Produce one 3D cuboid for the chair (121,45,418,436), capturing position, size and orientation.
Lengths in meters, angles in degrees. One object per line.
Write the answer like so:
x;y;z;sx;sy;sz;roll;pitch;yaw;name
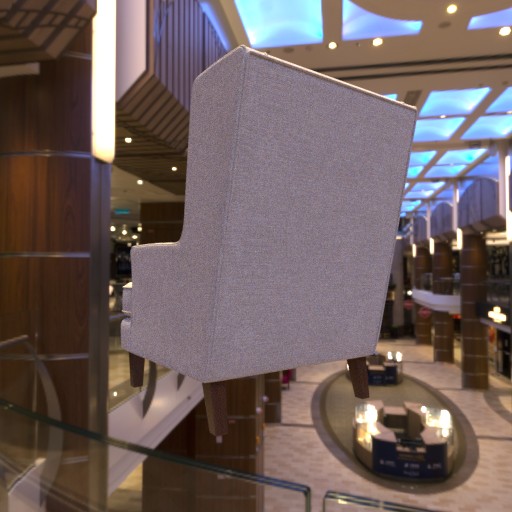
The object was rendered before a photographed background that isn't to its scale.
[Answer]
0.000;0.000;1.725;0.764;1.082;0.948;1;-2;-36;chair
